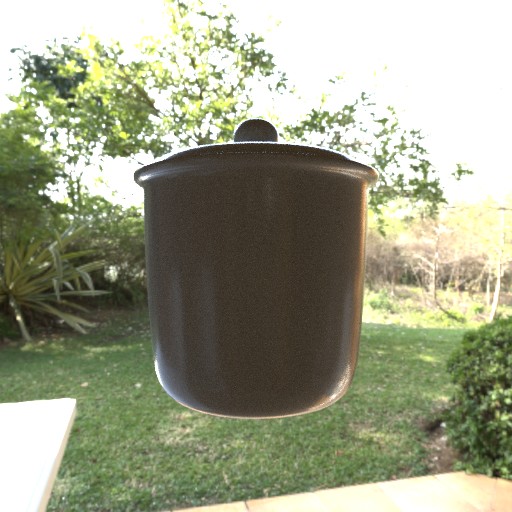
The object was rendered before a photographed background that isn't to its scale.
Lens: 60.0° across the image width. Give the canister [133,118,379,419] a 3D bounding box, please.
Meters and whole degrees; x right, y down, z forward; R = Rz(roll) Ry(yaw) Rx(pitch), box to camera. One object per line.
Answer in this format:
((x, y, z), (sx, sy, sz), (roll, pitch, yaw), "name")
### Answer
((0.000, 0.000, 0.340), (0.182, 0.208, 0.182), (0, 0, 0), "canister")
